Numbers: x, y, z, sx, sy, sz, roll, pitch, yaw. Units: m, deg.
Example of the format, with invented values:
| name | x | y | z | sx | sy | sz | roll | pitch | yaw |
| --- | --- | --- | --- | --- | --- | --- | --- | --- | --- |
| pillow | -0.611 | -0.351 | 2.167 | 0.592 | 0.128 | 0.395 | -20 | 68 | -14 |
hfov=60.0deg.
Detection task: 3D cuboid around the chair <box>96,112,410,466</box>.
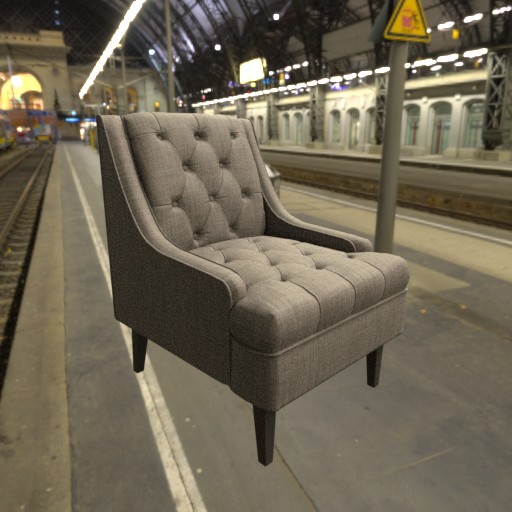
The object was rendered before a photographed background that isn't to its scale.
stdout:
| name | x | y | z | sx | sy | sz | roll | pitch | yaw |
| --- | --- | --- | --- | --- | --- | --- | --- | --- | --- |
| chair | 0.000 | 0.000 | 1.420 | 0.655 | 0.891 | 0.771 | -15 | 21 | -42 |
